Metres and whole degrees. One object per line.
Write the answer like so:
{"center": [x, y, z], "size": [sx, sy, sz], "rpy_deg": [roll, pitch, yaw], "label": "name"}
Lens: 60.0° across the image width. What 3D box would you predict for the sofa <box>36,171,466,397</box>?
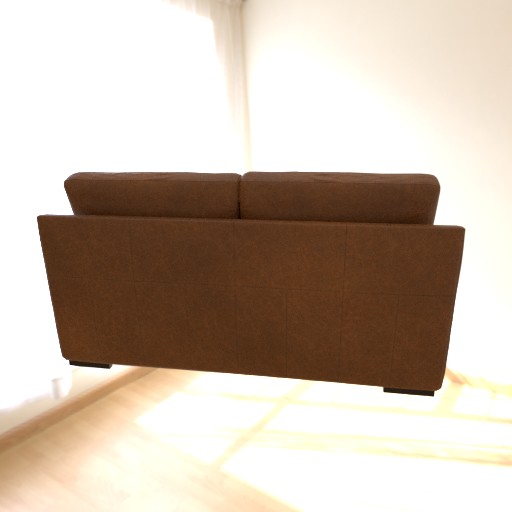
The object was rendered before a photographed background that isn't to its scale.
{"center": [0.000, 0.000, 2.422], "size": [1.880, 0.966, 1.144], "rpy_deg": [2, 15, 9], "label": "sofa"}
